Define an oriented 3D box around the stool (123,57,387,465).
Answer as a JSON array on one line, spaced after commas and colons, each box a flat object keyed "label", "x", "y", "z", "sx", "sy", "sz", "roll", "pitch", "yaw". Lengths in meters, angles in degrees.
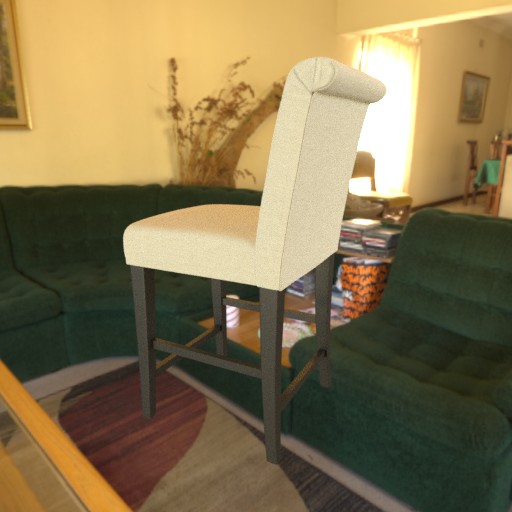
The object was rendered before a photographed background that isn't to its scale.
[{"label": "stool", "x": 0.000, "y": 0.000, "z": 1.287, "sx": 0.597, "sy": 0.976, "sz": 0.452, "roll": 8, "pitch": 17, "yaw": 27}]
